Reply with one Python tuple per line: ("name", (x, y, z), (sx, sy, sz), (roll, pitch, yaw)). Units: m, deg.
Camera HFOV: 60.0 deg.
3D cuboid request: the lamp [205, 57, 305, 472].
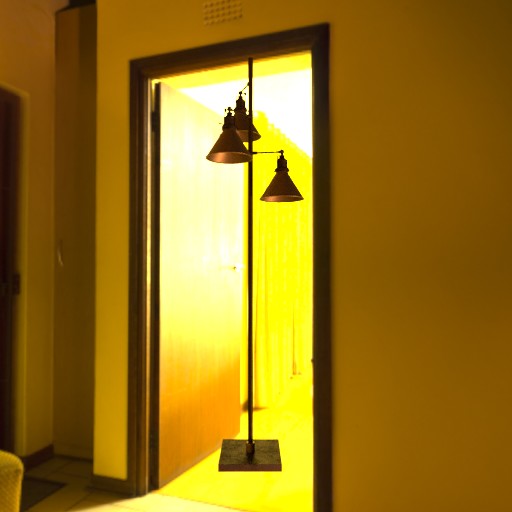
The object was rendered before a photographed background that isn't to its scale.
("lamp", (0.000, 0.000, 1.915), (0.415, 1.716, 0.428), (0, -1, -1))
